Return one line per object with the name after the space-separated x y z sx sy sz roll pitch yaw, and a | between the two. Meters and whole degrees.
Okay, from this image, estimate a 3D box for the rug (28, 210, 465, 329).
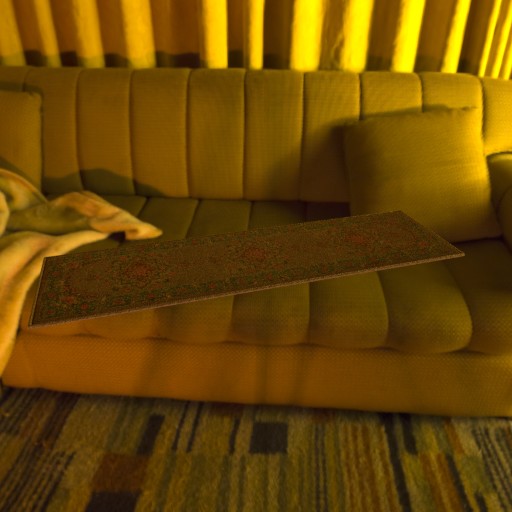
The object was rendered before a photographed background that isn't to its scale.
0.000 0.000 2.509 2.297 0.019 0.659 -8 30 -15 | rug
